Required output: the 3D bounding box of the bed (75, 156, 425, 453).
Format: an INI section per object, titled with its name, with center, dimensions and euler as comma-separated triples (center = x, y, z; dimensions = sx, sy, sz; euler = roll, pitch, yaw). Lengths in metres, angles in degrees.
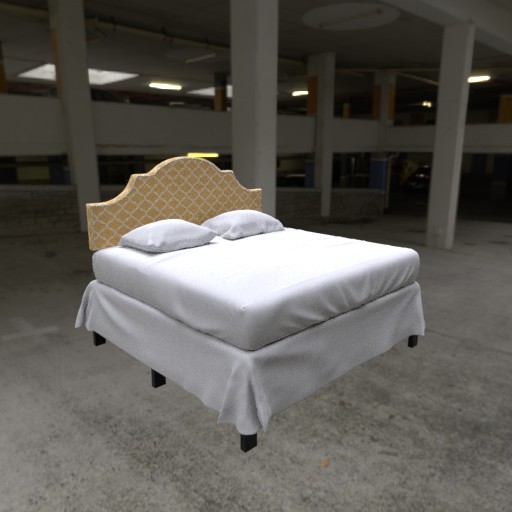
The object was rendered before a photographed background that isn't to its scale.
[bed]
center = 0.000, 0.000, 3.720
dimensions = 2.314, 1.601, 2.222
euler = -13, 19, -42
